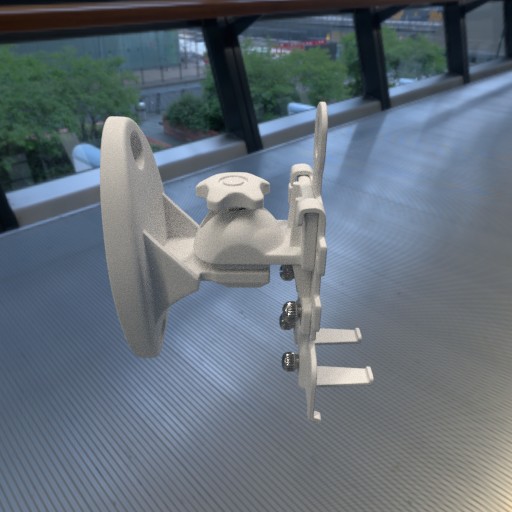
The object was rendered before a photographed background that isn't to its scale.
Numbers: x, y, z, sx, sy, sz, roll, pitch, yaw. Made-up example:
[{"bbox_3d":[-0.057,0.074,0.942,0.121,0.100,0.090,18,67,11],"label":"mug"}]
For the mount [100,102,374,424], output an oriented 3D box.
[{"bbox_3d":[0.000,0.000,0.176,0.100,0.118,0.066,0,31,1],"label":"mount"}]
